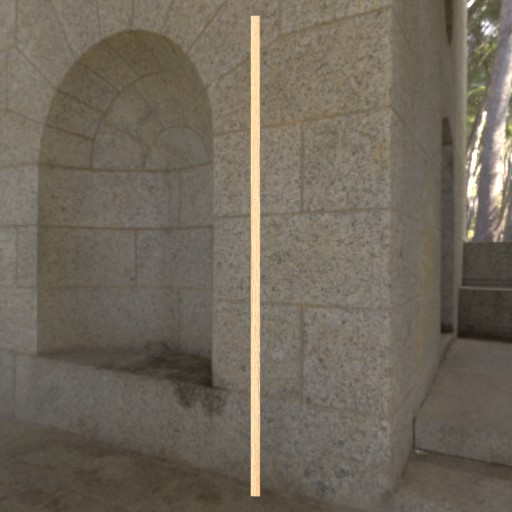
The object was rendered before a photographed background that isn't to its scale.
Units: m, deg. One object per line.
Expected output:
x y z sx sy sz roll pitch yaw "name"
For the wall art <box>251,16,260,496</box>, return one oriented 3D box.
0.000 0.000 0.820 0.013 0.683 0.381 0 0 0 "wall art"
